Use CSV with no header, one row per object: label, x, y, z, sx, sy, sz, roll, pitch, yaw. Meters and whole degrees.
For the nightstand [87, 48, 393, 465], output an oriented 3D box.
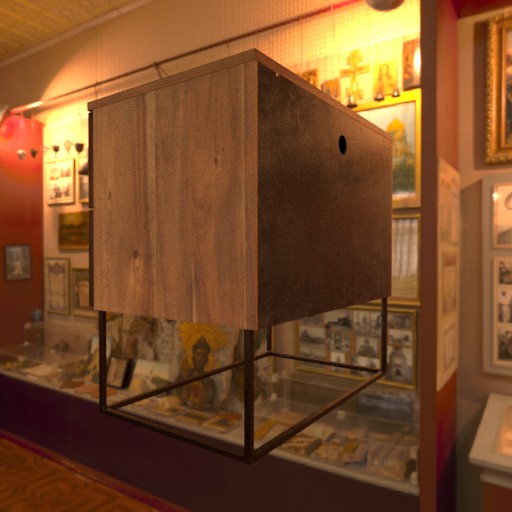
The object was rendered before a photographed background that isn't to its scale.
nightstand,0.000,0.000,1.013,0.427,0.611,0.605,1,1,35
